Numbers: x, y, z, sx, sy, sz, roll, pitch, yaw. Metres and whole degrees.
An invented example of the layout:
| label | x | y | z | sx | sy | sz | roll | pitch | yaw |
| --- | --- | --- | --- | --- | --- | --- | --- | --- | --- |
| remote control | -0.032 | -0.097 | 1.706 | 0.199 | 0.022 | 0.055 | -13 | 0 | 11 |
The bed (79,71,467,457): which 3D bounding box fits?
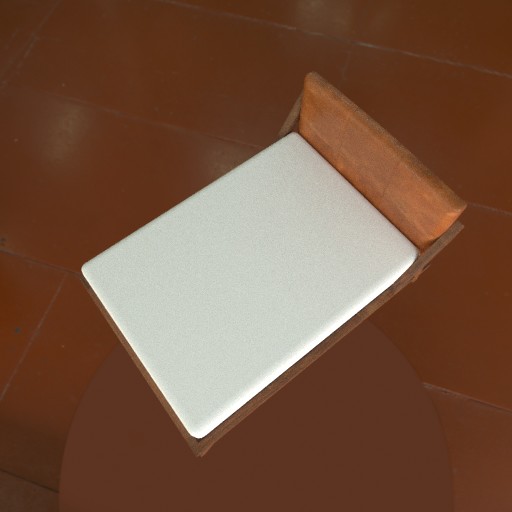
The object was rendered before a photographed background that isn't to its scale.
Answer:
| label | x | y | z | sx | sy | sz | roll | pitch | yaw |
| --- | --- | --- | --- | --- | --- | --- | --- | --- | --- |
| bed | 0.000 | 0.000 | 3.309 | 2.311 | 1.168 | 1.651 | -35 | 70 | -15 |
